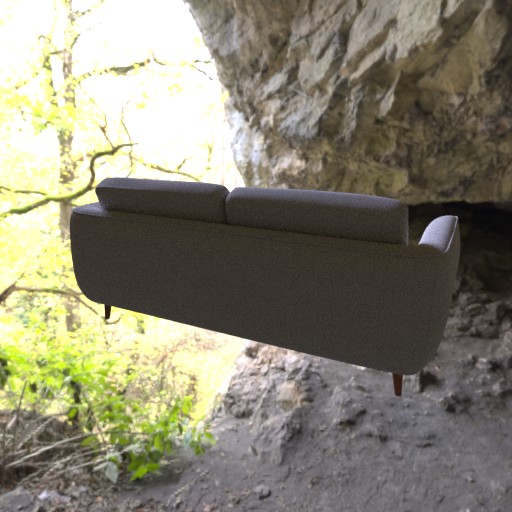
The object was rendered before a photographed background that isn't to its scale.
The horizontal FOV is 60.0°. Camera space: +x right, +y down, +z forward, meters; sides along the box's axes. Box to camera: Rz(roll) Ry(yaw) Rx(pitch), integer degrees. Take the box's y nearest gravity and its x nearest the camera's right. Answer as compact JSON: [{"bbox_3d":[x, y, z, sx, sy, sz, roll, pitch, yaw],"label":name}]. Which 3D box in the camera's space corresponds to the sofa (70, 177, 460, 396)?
[{"bbox_3d":[0.000,0.000,2.427,2.000,0.850,0.920,9,19,26],"label":"sofa"}]
